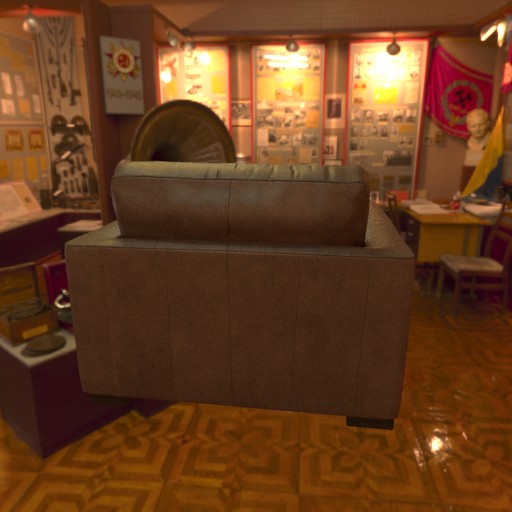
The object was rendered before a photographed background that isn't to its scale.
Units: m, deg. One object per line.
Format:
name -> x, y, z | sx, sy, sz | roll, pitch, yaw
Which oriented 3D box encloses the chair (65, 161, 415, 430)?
chair -> 0.000, 0.000, 1.830 | 1.100, 0.812, 1.069 | 2, 16, 8
